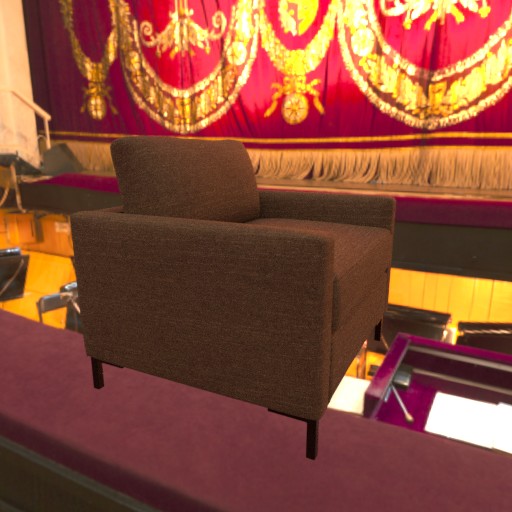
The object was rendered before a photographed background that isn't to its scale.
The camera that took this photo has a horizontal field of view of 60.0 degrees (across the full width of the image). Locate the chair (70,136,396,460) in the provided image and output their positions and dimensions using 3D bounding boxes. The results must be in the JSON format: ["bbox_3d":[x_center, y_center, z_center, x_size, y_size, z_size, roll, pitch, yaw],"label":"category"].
[{"bbox_3d":[0.000,0.000,1.615,0.845,0.841,0.940,7,16,26],"label":"chair"}]
